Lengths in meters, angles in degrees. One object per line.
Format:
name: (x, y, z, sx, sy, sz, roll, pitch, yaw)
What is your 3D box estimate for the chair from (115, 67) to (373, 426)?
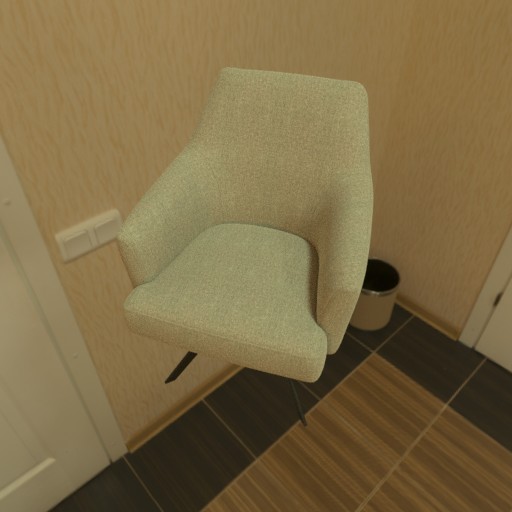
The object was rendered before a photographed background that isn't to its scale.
chair: (0.000, 0.000, 1.330, 0.642, 0.874, 0.677, 12, 42, 14)
